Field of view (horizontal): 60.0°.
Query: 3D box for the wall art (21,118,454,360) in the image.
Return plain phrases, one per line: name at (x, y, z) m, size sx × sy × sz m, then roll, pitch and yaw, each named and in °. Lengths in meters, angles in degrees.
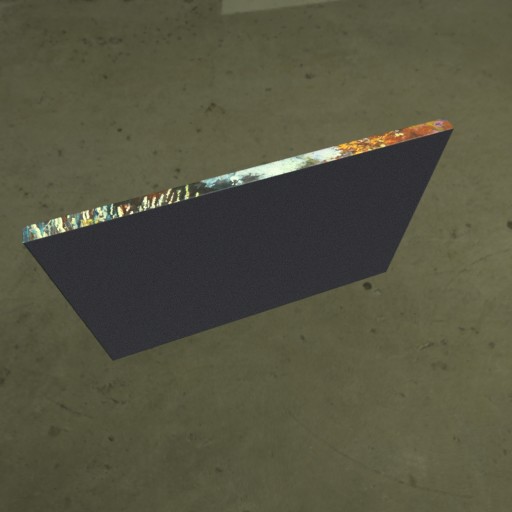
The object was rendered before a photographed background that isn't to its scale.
wall art at (0.000, 0.000, 1.146) m, size 0.908 × 0.604 × 0.037 m, roll -17°, pitch 58°, yaw -11°
